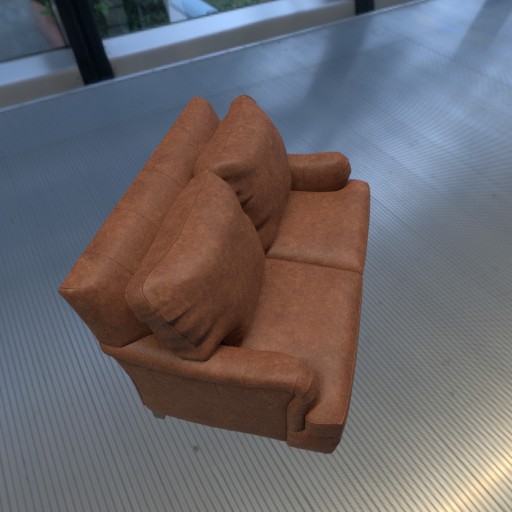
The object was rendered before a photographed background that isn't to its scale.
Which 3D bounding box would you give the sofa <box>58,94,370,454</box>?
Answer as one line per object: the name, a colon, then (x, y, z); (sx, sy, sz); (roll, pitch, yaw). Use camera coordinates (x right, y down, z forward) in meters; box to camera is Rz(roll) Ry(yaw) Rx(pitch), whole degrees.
sofa: (0.000, 0.000, 2.193); (1.077, 1.004, 1.527); (10, 47, 9)
